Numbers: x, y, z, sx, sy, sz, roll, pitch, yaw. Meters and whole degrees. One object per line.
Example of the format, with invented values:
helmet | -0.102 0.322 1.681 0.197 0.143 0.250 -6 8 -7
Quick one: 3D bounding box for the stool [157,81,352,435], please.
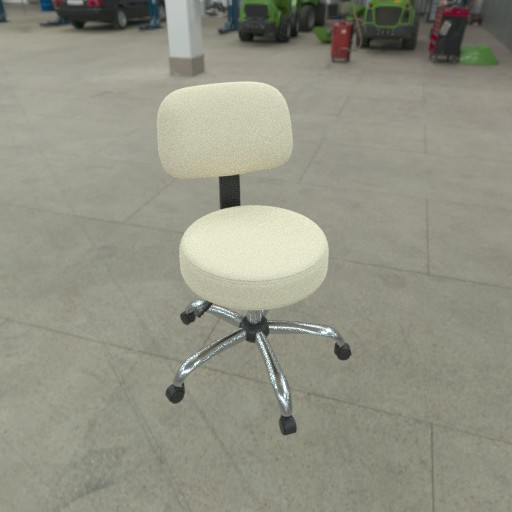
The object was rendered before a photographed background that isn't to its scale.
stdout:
stool | 0.000 0.000 1.240 0.609 0.810 0.616 -10 34 -15
